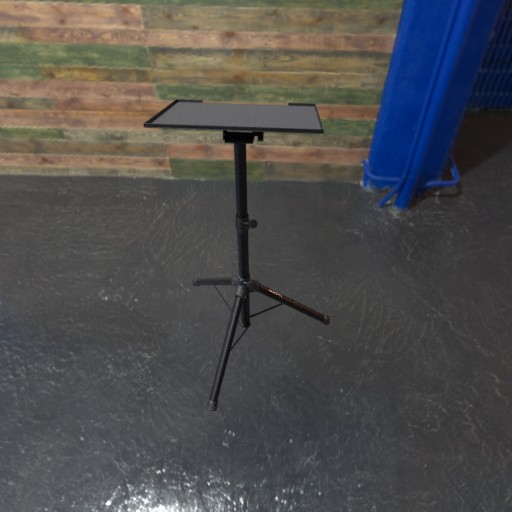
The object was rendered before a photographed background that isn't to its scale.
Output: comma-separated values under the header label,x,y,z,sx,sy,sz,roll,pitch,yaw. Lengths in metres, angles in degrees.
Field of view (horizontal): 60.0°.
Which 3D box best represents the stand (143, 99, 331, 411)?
label,x,y,z,sx,sy,sz,roll,pitch,yaw
stand,0.000,0.000,1.630,0.702,1.198,0.702,3,47,2
